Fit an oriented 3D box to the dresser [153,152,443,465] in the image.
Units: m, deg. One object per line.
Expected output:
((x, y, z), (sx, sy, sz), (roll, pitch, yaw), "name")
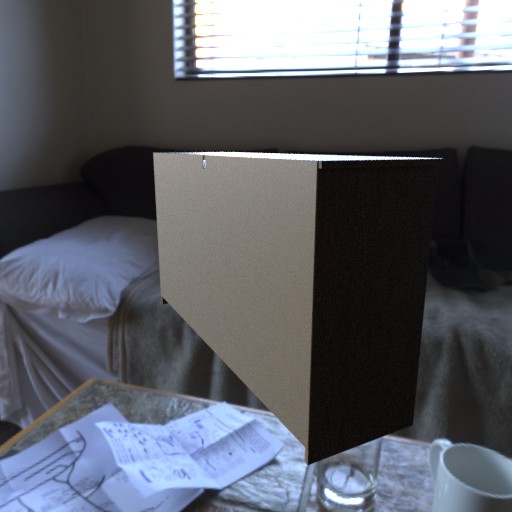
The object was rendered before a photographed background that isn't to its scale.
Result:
((0.000, 0.000, 1.692), (0.401, 0.755, 1.360), (-7, 16, -26), "dresser")
